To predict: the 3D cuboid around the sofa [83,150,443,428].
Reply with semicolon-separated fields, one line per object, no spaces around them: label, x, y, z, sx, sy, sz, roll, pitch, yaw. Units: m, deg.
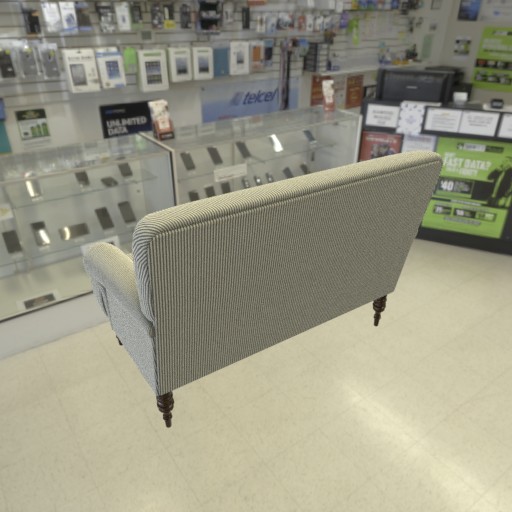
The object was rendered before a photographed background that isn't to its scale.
sofa;0.000;0.000;1.851;1.297;0.889;0.779;-18;34;-28
